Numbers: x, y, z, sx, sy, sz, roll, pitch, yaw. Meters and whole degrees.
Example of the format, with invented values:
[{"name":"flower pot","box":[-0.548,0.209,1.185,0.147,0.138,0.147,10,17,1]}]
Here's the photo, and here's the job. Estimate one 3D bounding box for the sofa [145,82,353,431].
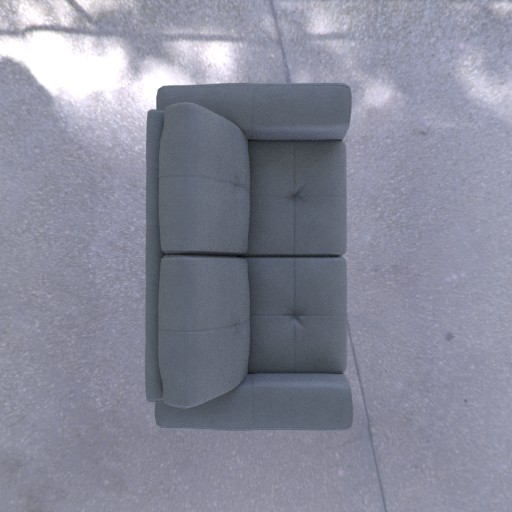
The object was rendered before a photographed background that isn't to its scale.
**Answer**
[{"name":"sofa","box":[0.000,0.000,2.344,1.018,0.907,1.806,0,89,0]}]
